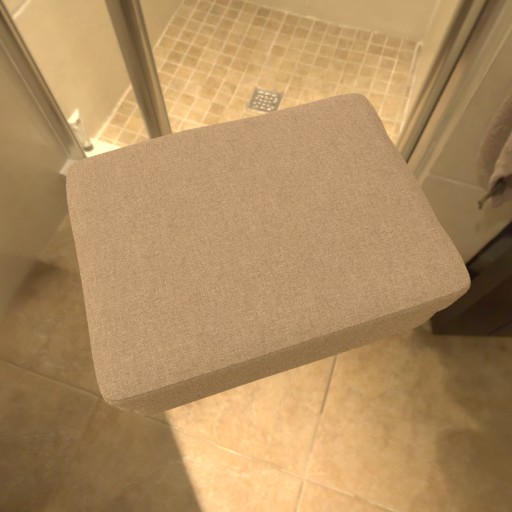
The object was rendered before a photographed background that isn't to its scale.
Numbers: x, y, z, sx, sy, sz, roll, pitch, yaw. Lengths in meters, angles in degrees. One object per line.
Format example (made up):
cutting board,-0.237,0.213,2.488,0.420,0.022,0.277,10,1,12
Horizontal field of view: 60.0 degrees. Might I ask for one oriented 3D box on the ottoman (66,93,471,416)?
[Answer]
ottoman,0.000,0.000,1.299,0.898,0.519,0.677,-16,65,-8
